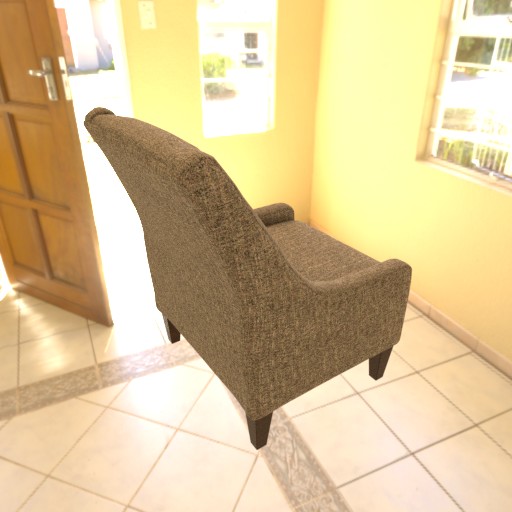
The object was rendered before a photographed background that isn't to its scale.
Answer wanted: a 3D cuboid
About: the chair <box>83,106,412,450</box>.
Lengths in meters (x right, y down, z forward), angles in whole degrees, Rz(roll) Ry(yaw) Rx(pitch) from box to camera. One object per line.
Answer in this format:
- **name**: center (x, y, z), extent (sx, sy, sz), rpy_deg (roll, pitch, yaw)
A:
- **chair**: center (0.000, 0.000, 1.606), extent (0.870, 1.014, 0.774), rpy_deg (-18, 33, -30)
